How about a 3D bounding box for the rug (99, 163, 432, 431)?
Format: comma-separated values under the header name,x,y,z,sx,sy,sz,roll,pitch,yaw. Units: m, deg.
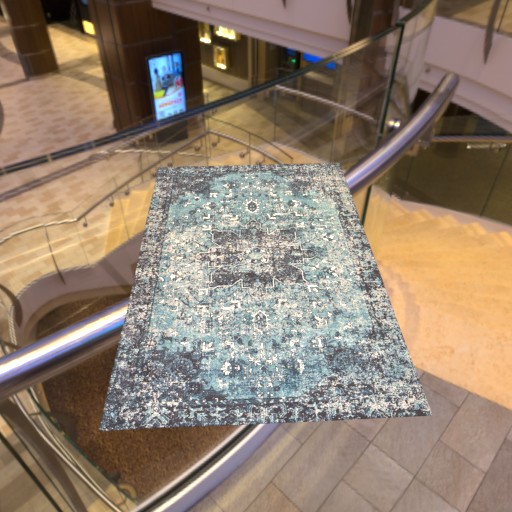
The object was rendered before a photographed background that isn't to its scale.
name,x,y,z,sx,sy,sz,roll,pitch,yaw
rug,0.000,0.000,2.292,1.219,0.005,1.828,-2,42,-2
